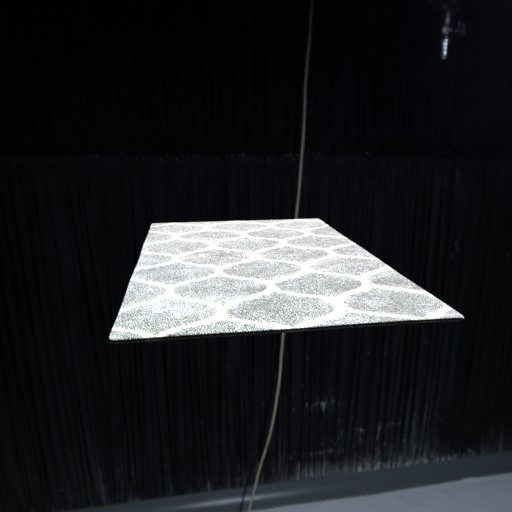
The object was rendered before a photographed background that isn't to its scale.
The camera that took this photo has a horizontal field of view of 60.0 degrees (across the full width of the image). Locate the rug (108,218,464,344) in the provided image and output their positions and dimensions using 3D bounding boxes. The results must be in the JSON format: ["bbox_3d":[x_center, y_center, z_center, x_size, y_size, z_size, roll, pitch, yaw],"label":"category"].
[{"bbox_3d":[0.000,0.000,3.458,1.801,0.026,2.701,-2,16,-8],"label":"rug"}]
